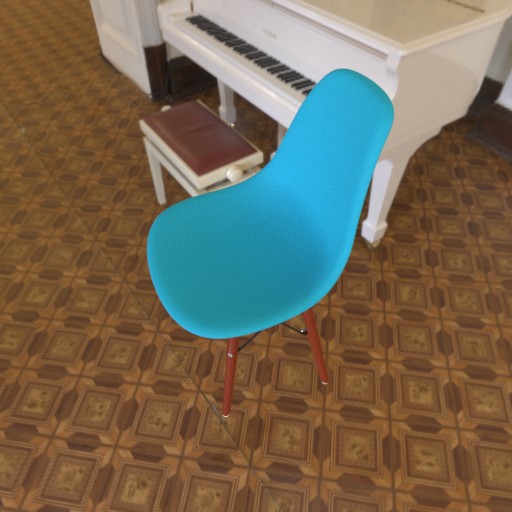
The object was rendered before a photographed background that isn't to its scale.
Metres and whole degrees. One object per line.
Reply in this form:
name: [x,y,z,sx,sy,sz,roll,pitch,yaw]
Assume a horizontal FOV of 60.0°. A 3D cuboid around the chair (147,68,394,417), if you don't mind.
chair: [0.000,0.000,1.143,0.533,0.826,0.470,-18,50,-15]
